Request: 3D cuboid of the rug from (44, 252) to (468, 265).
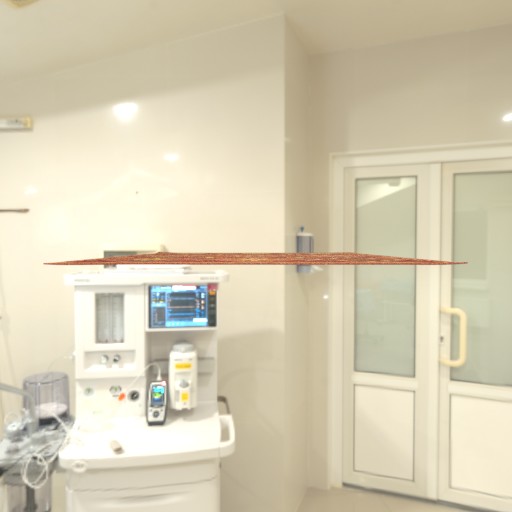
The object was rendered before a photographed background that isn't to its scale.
[{"bbox_3d":[0.000,0.000,4.121,2.489,0.030,3.086,0,2,0],"label":"rug"}]
